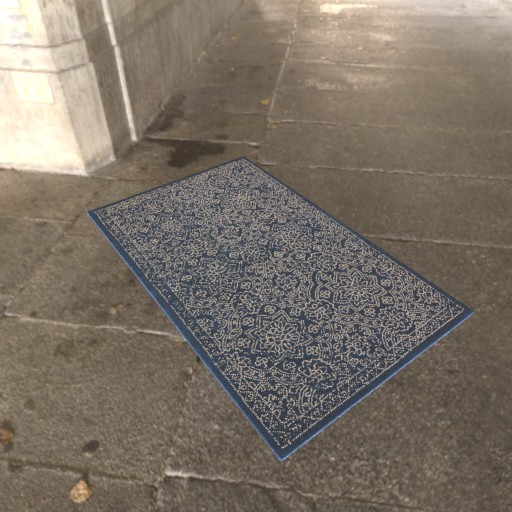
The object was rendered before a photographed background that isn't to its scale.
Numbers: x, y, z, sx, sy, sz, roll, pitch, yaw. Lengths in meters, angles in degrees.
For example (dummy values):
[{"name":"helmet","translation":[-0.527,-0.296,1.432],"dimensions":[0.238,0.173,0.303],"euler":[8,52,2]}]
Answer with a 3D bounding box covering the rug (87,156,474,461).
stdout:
[{"name":"rug","translation":[0.000,0.000,3.111],"dimensions":[1.526,0.015,2.441],"euler":[-26,47,-27]}]
